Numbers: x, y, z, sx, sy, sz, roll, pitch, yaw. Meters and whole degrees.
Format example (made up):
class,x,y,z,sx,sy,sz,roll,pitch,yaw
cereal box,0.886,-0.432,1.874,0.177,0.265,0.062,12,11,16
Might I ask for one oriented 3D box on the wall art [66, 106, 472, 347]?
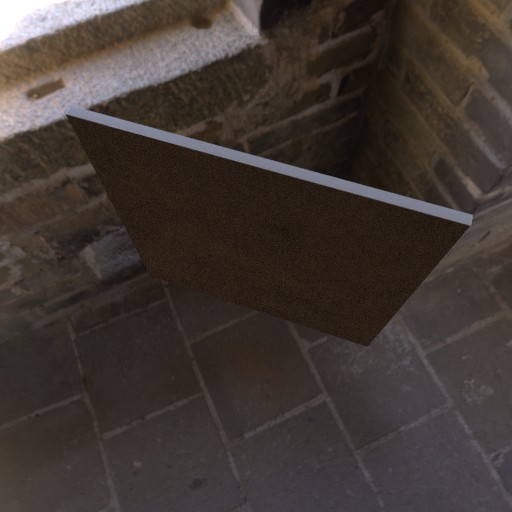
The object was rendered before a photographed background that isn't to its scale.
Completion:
class,x,y,z,sx,sy,sz,roll,pitch,yaw
wall art,0.000,0.000,0.988,0.664,0.661,0.020,17,65,8
